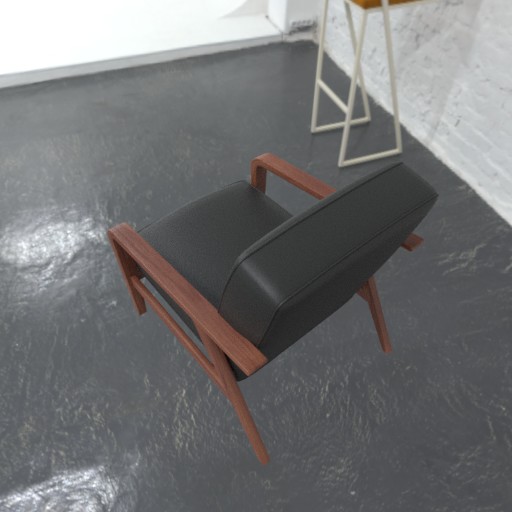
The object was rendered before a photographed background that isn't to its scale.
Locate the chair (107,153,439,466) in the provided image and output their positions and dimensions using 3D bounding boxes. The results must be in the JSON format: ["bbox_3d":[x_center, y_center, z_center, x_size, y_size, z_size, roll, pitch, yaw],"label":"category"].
[{"bbox_3d":[0.000,0.000,1.551,0.719,0.861,0.889,-32,54,-26],"label":"chair"}]
